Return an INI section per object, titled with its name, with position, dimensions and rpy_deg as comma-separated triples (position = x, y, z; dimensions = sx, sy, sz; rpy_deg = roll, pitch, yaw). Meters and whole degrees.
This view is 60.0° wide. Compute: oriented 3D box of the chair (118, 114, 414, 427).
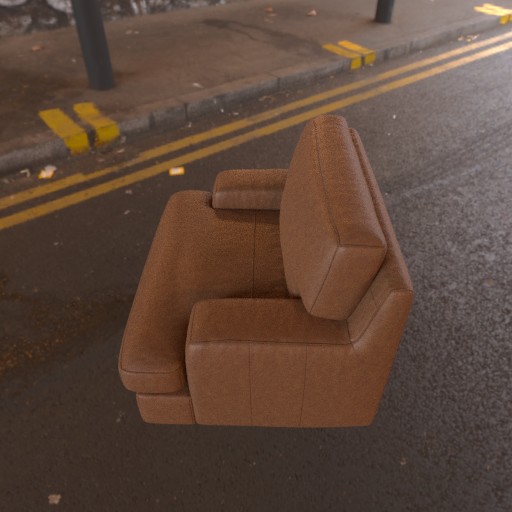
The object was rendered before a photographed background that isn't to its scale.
[chair]
position = 0.000, 0.000, 2.039
dimensions = 1.050, 0.978, 1.276
rpy_deg = 1, 40, 1
